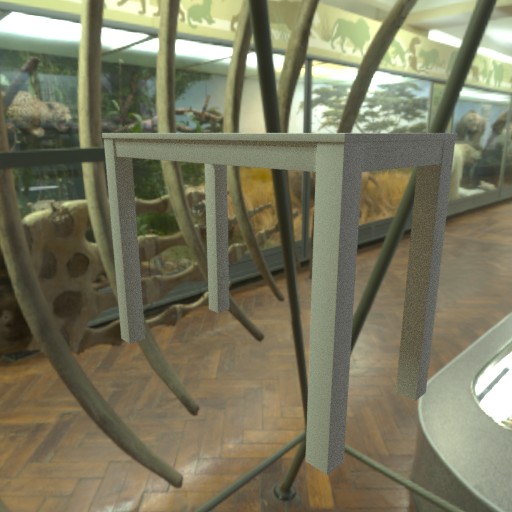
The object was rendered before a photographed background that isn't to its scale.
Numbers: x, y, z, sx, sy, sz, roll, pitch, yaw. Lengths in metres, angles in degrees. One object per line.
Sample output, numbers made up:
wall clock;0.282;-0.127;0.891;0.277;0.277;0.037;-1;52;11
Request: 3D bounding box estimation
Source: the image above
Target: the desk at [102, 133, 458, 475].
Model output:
desk;0.000;0.000;1.428;0.497;0.762;0.990;-14;21;-42
